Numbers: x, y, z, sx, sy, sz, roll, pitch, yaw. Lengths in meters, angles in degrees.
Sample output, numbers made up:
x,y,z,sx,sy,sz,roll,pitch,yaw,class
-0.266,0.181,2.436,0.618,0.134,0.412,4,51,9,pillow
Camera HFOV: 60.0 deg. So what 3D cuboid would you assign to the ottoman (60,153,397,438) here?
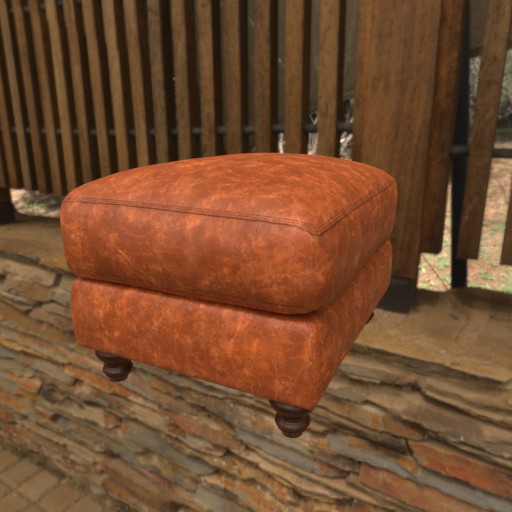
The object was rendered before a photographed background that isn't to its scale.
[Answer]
x,y,z,sx,sy,sz,roll,pitch,yaw,class
0.000,0.000,1.250,0.657,0.562,0.832,8,18,25,ottoman
